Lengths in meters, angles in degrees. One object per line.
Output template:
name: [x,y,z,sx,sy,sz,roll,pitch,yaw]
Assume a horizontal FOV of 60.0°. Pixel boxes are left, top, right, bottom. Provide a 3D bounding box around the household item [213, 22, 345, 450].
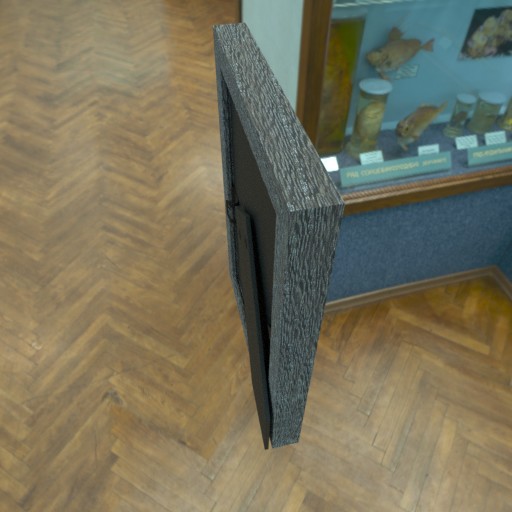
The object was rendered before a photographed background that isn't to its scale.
household item: [0.000,0.000,0.230,0.020,0.180,0.133,-10,48,-9]
